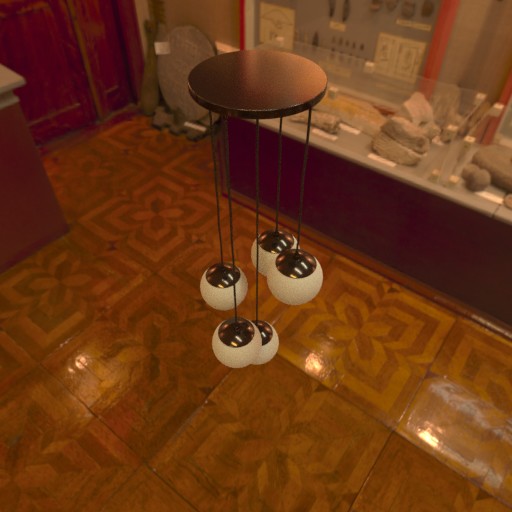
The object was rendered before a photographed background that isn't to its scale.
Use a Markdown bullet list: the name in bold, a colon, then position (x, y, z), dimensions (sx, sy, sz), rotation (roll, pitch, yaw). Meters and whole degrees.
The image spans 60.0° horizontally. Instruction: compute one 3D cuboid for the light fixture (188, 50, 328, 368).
- **light fixture**: position (0.000, 0.000, 1.552), dimensions (0.489, 1.271, 0.484), rotation (31, 53, 27)
